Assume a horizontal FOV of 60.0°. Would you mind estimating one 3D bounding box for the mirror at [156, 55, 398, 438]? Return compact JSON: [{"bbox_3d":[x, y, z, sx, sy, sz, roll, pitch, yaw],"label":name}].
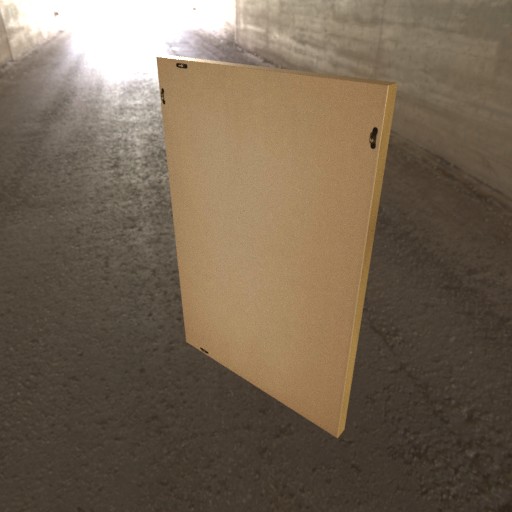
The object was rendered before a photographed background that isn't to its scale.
[{"bbox_3d":[0.000,0.000,1.158,0.609,0.915,0.041,23,38,33],"label":"mirror"}]
